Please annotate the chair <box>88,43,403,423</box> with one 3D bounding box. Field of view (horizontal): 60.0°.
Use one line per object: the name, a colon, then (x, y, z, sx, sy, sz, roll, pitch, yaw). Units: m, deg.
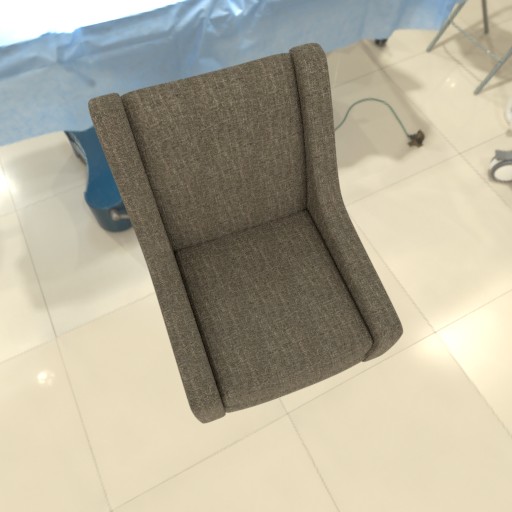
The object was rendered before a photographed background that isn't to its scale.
chair: (0.000, 0.000, 1.672, 0.793, 1.012, 0.944, -18, 64, -9)
